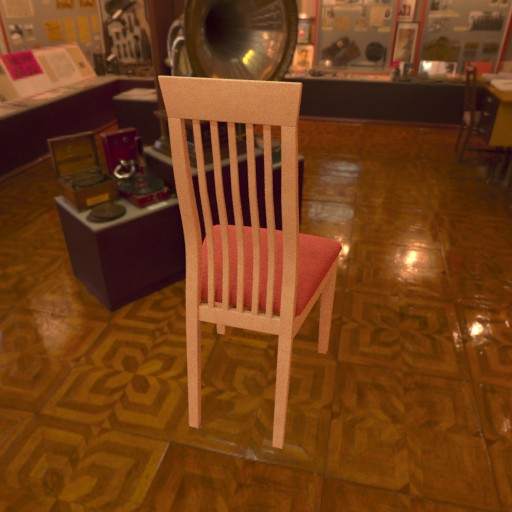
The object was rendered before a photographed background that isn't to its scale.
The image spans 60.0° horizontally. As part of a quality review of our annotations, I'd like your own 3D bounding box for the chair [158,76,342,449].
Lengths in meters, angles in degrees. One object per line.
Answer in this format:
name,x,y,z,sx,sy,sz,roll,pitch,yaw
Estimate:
chair,0.000,0.000,1.280,0.460,1.027,0.474,8,32,13
